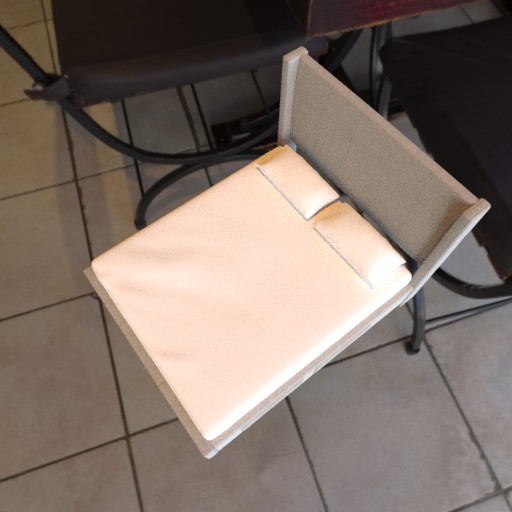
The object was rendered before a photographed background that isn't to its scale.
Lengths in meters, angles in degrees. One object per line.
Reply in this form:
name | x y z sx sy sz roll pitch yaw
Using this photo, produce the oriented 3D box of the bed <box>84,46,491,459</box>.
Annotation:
bed | 0.000 0.000 3.331 2.222 1.491 1.774 -34 68 -16
